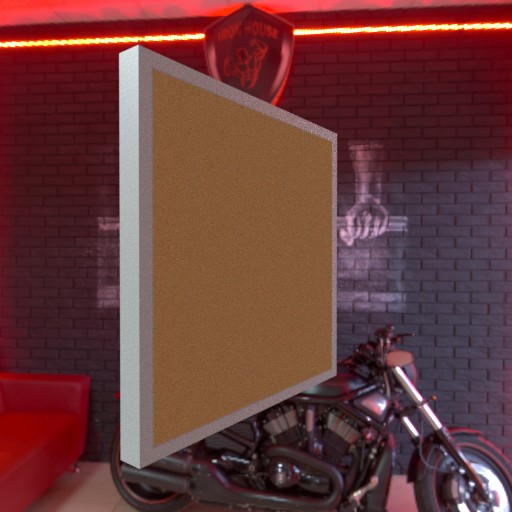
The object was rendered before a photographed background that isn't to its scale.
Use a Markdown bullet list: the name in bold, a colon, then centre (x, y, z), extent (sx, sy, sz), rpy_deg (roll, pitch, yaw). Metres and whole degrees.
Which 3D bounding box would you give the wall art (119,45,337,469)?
- **wall art**: centre (0.000, 0.000, 0.740), extent (0.038, 0.506, 0.506), rpy_deg (1, 1, 38)
